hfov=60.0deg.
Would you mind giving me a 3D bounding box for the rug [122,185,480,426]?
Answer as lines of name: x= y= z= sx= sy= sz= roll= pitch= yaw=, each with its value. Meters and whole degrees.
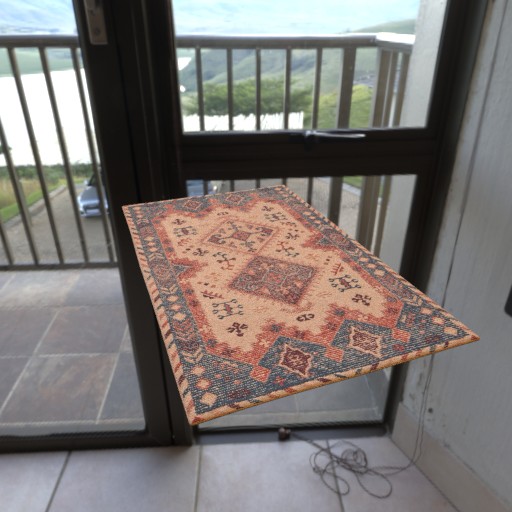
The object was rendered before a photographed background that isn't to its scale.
rug: x=0.000 y=0.000 z=3.031 sx=1.521 sy=0.023 sz=2.464 roll=-11 pitch=31 yaw=-18
